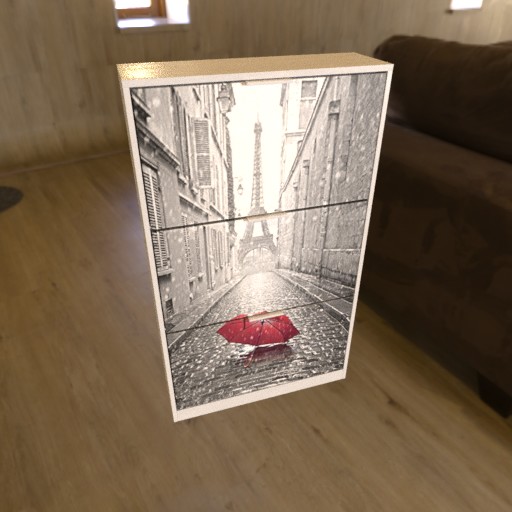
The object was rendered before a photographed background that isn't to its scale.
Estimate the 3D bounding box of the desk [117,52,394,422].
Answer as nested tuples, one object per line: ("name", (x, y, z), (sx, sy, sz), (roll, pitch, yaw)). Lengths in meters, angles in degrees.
("desk", (0.000, 0.000, 1.594), (0.750, 1.280, 0.250), (-10, 34, -15))
